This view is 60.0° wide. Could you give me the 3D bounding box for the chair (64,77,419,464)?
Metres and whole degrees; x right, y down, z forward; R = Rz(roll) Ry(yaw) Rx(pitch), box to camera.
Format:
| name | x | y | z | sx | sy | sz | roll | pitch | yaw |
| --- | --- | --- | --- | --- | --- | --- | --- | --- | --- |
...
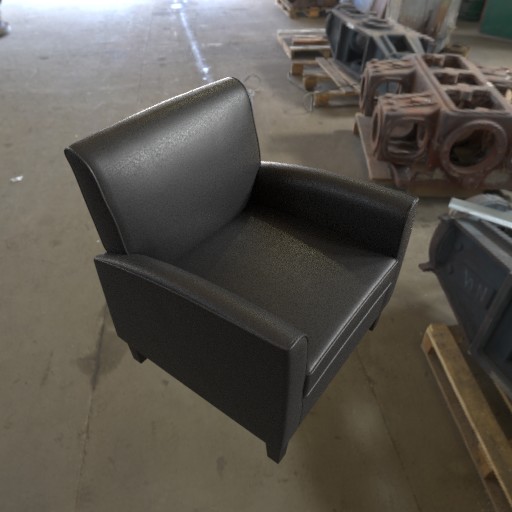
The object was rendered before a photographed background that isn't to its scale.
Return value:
| name | x | y | z | sx | sy | sz | roll | pitch | yaw |
| --- | --- | --- | --- | --- | --- | --- | --- | --- | --- |
| chair | 0.000 | 0.000 | 1.563 | 0.819 | 0.916 | 0.820 | 26 | 47 | 27 |
